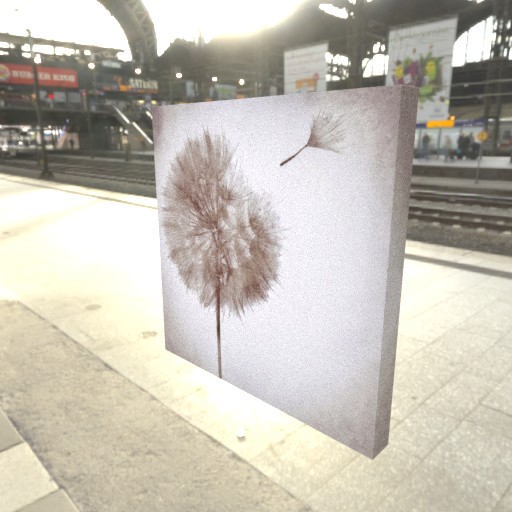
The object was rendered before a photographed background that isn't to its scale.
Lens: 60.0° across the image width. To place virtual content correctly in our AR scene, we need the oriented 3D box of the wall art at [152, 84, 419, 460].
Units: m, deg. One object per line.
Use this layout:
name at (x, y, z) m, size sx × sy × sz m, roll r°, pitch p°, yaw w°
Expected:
wall art at (0.000, 0.000, 0.454) m, size 0.303 × 0.303 × 0.028 m, roll 13°, pitch 20°, yaw 42°
